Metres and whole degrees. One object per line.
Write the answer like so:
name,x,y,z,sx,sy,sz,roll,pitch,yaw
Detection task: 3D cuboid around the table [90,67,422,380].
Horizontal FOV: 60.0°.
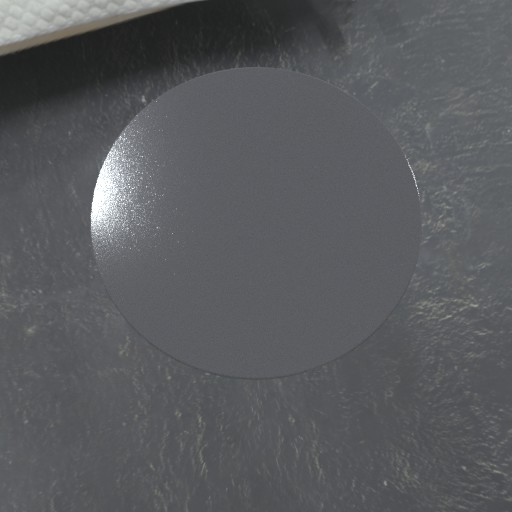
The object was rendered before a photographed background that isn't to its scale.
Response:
table,0.000,0.000,0.933,0.500,0.550,0.500,0,75,0
